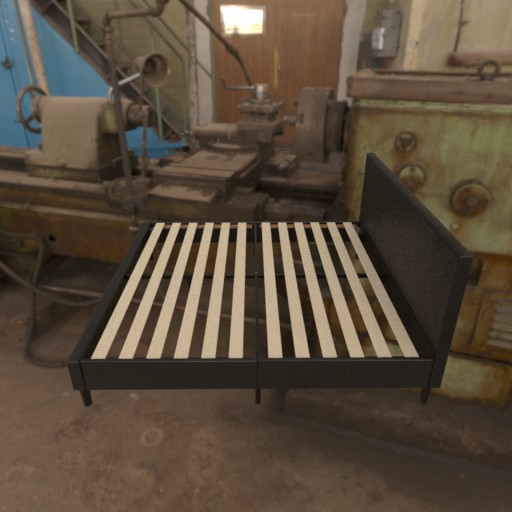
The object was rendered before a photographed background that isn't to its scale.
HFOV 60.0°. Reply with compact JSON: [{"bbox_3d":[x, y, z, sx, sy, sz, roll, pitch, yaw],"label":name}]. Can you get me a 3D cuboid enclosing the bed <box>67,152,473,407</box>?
[{"bbox_3d":[0.000,0.000,3.326,2.152,1.046,2.018,0,27,0],"label":"bed"}]
